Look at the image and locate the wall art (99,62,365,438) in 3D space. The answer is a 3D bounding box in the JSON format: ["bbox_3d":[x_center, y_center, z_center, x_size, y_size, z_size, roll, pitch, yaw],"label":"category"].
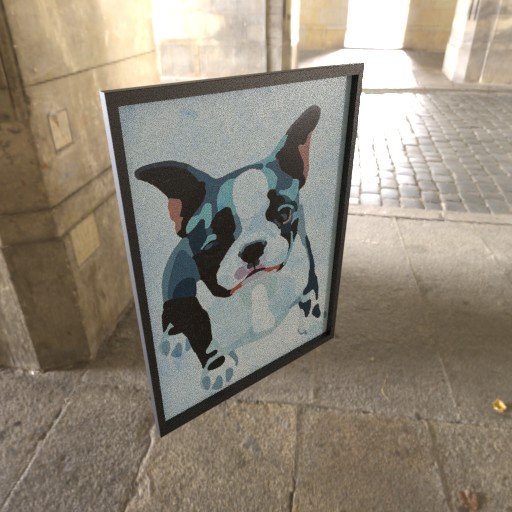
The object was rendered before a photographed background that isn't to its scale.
[{"bbox_3d":[0.000,0.000,1.342,0.774,1.027,0.030,-21,36,-32],"label":"wall art"}]
